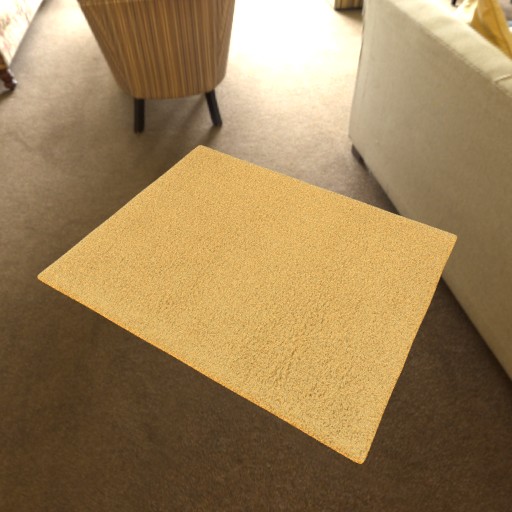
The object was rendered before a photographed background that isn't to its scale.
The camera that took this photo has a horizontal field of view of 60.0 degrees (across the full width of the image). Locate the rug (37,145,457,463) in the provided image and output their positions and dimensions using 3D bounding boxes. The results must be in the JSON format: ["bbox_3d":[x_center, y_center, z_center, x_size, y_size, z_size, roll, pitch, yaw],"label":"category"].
[{"bbox_3d":[0.000,0.000,4.070,3.047,0.029,2.438,24,51,21],"label":"rug"}]
